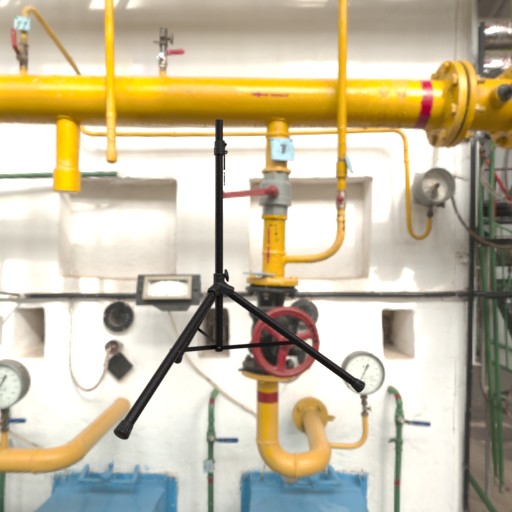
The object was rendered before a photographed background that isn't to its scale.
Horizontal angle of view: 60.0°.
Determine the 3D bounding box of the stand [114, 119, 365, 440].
[{"bbox_3d":[0.000,0.000,1.852,0.907,1.136,1.045,0,0,1],"label":"stand"}]
